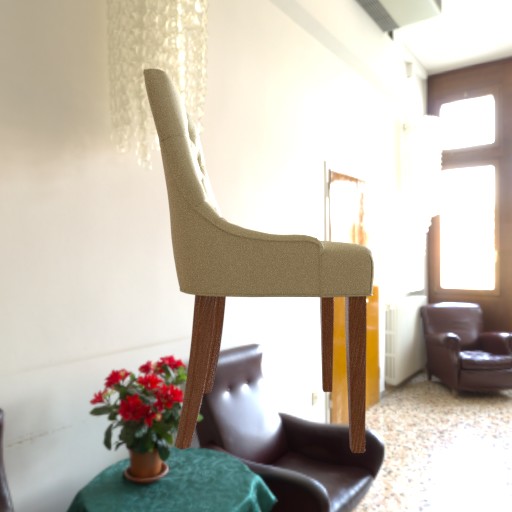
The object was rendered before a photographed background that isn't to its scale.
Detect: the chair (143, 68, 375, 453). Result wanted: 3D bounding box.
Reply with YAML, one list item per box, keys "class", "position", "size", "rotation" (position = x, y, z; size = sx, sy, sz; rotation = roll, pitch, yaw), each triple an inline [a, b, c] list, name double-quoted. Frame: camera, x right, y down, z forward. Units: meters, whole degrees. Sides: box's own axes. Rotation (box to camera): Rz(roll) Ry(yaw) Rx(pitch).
- class: "chair"
  position: [0.000, 0.000, 1.220]
  size: [0.565, 0.874, 0.509]
  rotation: [0, 0, 1]
